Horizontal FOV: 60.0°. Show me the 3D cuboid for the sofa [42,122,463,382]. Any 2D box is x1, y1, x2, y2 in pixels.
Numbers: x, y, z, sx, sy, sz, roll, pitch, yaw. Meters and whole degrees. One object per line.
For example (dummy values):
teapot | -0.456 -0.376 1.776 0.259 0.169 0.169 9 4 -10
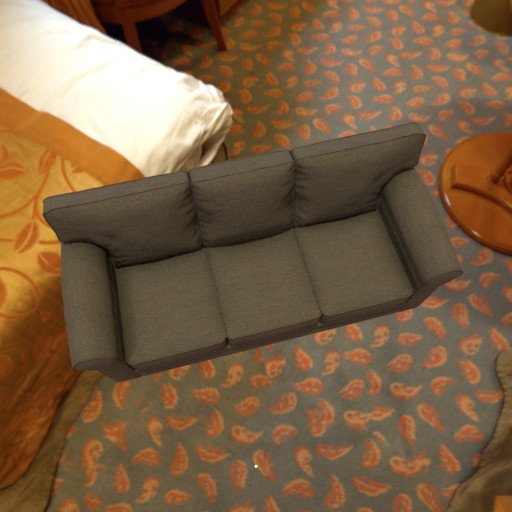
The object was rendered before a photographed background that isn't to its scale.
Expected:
sofa | 0.000 0.000 2.567 2.084 0.966 0.909 -13 65 -6
